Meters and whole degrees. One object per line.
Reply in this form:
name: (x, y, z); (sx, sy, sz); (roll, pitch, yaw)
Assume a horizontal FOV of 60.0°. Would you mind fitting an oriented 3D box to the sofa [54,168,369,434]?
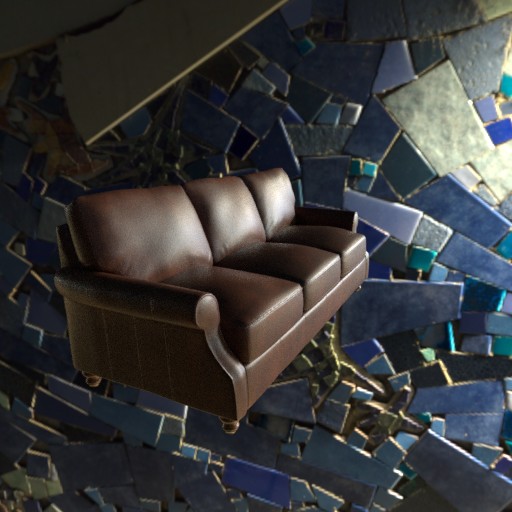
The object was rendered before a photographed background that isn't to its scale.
sofa: (0.000, 0.000, 2.809); (0.973, 0.977, 2.351); (8, 17, 26)
